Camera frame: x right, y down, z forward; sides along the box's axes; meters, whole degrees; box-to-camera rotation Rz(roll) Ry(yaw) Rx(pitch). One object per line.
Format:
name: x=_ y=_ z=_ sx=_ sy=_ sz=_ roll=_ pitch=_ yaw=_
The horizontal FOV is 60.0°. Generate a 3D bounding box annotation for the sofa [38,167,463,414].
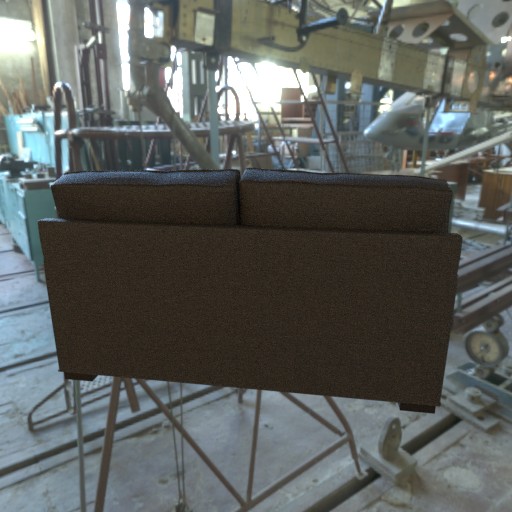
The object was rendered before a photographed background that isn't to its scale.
sofa: x=0.000 y=0.000 z=2.083 sx=1.534 sy=0.887 sz=0.974 roll=3 pitch=18 yaw=8
